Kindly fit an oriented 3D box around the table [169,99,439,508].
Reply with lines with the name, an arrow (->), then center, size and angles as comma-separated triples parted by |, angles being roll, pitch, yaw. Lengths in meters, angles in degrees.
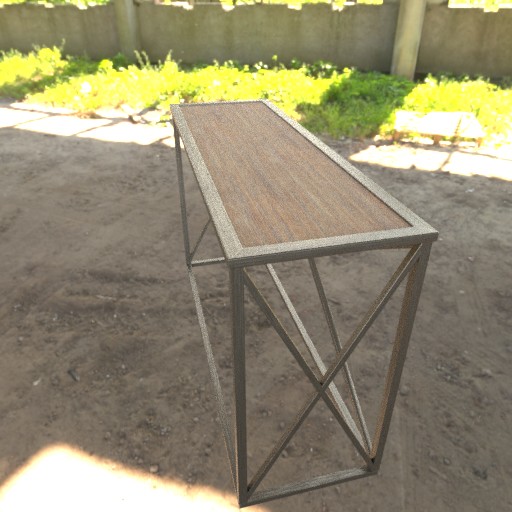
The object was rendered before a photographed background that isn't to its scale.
table -> 0.000, 0.000, 1.484 | 0.402, 0.753, 1.216 | -7, 32, -12
